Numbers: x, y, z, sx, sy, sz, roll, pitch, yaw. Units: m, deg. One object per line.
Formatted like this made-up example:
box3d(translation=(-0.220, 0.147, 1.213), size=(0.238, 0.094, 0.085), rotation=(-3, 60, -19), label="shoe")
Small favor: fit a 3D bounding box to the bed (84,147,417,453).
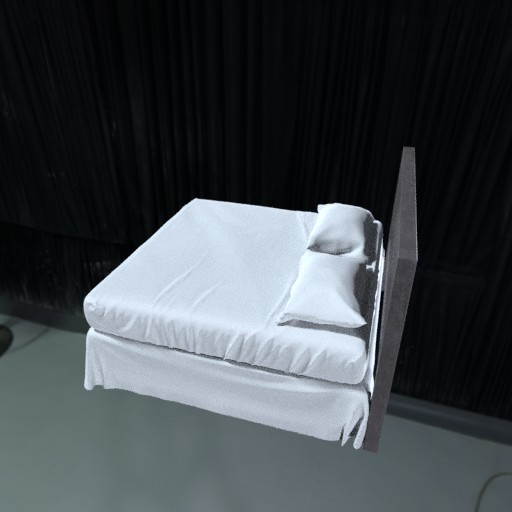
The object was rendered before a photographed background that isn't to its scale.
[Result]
box3d(translation=(0.000, 0.000, 2.879), size=(1.785, 1.142, 1.772), rotation=(9, 31, 15), label="bed")
